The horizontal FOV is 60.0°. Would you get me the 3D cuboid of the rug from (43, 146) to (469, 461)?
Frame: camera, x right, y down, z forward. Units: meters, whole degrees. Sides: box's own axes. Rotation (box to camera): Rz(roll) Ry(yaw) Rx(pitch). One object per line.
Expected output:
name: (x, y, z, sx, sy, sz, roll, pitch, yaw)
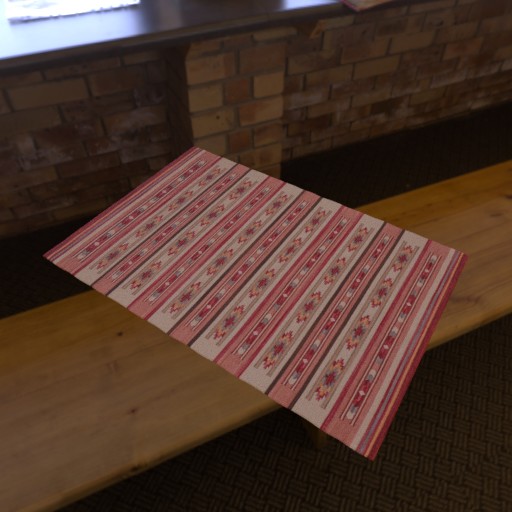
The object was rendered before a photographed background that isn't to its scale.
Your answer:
rug: (0.000, 0.000, 2.273, 1.817, 0.008, 1.223, 26, 52, 23)
